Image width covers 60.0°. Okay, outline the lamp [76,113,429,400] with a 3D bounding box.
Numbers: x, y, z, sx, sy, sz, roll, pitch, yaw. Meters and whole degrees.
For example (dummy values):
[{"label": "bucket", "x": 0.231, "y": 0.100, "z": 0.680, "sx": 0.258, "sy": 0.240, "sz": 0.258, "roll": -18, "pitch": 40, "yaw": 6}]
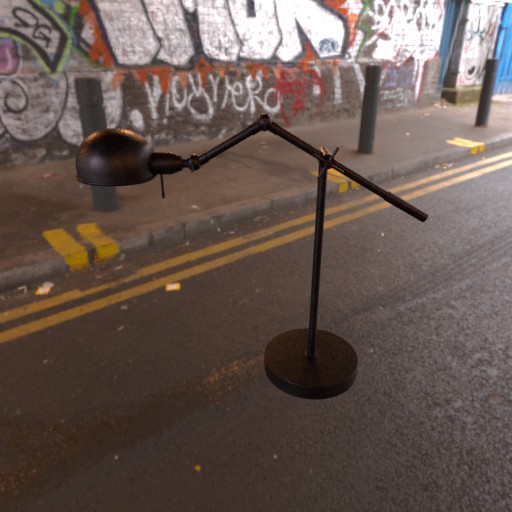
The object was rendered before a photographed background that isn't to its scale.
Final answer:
[{"label": "lamp", "x": 0.000, "y": 0.000, "z": 0.792, "sx": 0.567, "sy": 0.495, "sz": 0.185, "roll": 0, "pitch": 25, "yaw": 1}]
